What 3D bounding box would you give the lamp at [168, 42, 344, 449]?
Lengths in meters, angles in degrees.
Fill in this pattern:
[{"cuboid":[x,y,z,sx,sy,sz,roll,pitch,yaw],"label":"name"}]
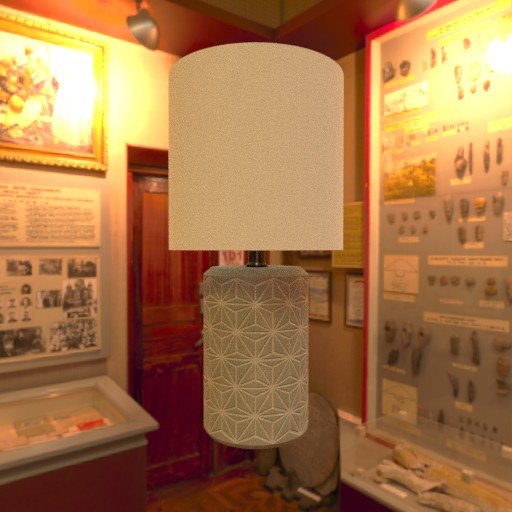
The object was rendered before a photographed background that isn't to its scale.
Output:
[{"cuboid":[0.000,0.000,0.534,0.206,0.416,0.206,-1,1,-35],"label":"lamp"}]
